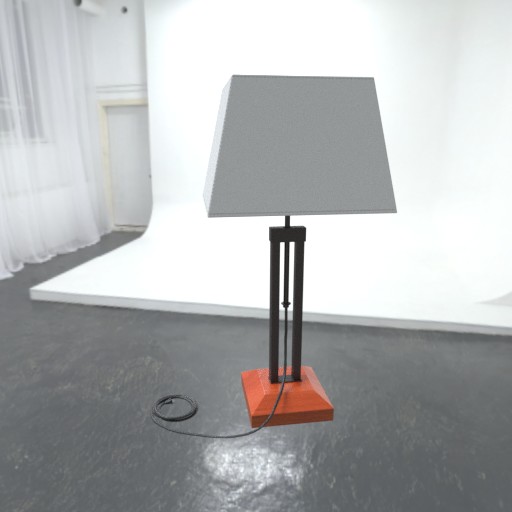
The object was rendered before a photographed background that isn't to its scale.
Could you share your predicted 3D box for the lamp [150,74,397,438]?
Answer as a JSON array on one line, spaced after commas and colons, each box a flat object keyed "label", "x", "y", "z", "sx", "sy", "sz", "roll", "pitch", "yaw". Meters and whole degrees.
[{"label": "lamp", "x": 0.000, "y": 0.000, "z": 0.982, "sx": 0.498, "sy": 0.737, "sz": 0.310, "roll": -2, "pitch": 15, "yaw": -8}]
